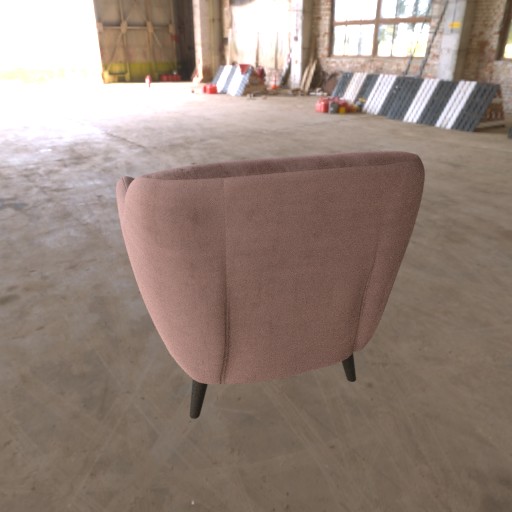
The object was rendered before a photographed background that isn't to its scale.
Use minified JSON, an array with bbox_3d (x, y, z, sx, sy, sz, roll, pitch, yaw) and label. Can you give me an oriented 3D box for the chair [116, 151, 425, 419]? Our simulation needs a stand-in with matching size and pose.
[{"bbox_3d":[0.000,0.000,1.483,0.840,0.820,0.820,-8,27,-16],"label":"chair"}]
